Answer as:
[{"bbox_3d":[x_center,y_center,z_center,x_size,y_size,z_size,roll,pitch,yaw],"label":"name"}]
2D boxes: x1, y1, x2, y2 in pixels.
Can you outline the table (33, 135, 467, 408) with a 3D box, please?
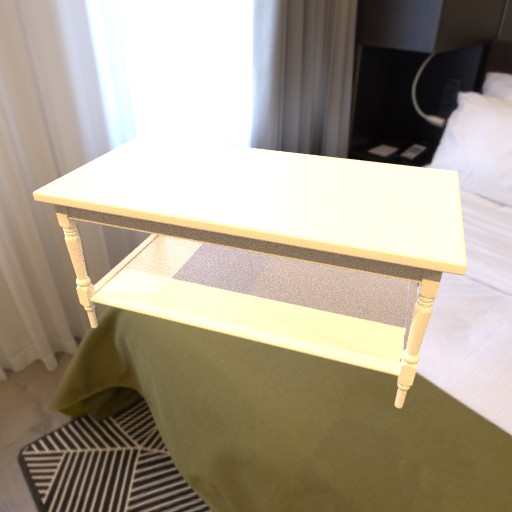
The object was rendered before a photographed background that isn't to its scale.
[{"bbox_3d":[0.000,0.000,1.414,1.107,0.510,0.550,11,34,16],"label":"table"}]
